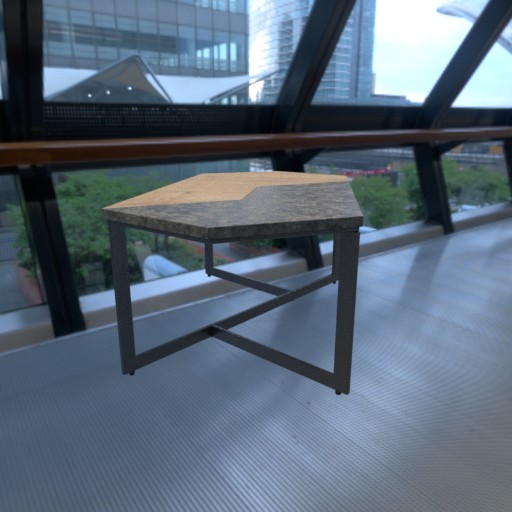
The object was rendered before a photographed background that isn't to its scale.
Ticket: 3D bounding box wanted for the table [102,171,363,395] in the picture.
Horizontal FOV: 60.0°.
[{"bbox_3d":[0.000,0.000,1.493,0.609,0.457,1.219,2,16,8],"label":"table"}]
